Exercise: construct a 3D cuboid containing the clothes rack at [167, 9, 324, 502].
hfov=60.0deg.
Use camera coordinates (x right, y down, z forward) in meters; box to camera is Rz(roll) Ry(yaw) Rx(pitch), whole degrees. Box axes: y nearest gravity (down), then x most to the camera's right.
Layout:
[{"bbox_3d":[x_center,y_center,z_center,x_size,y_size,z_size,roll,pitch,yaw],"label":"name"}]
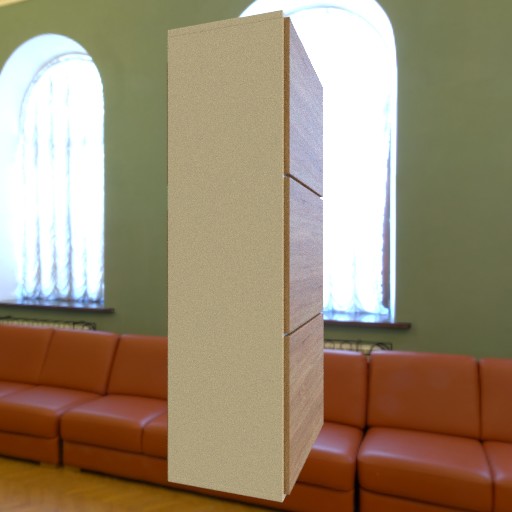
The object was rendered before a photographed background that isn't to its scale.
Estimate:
[{"bbox_3d":[0.000,0.000,1.351,0.331,1.187,0.500,0,0,19],"label":"clothes rack"}]
